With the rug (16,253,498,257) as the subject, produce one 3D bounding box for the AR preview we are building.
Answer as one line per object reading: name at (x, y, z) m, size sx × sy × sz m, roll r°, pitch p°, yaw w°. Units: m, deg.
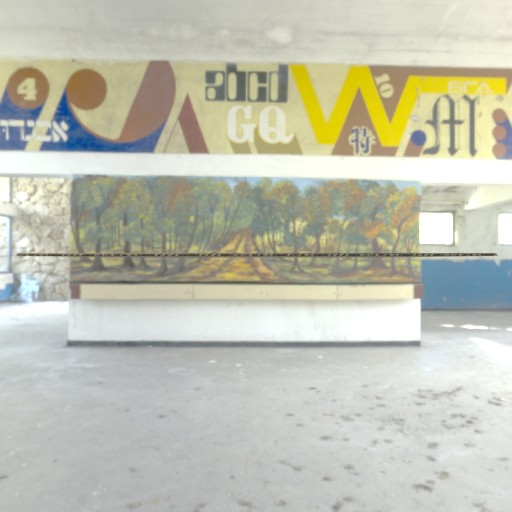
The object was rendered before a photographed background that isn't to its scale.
rug at (0.000, 0.000, 3.792) m, size 2.902 × 0.017 × 2.305 m, roll 0°, pitch 0°, yaw -1°
